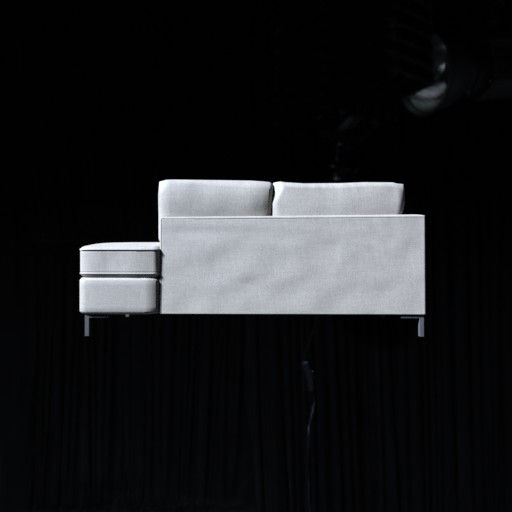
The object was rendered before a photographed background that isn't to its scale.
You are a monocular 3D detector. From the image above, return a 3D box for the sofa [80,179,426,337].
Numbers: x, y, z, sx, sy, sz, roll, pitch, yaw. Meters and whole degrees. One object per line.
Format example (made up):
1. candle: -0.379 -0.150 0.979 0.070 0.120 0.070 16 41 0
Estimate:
1. sofa: 0.000 0.000 4.280 2.077 0.964 3.331 0 0 1
